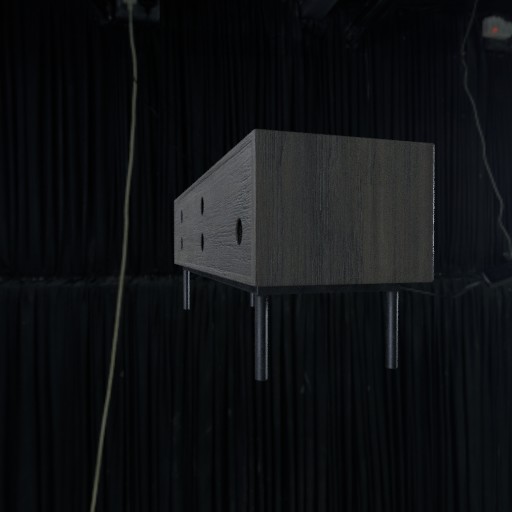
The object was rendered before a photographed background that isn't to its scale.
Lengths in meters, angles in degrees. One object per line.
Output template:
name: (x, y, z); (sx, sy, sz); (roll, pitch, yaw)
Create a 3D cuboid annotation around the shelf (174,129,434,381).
shelf: (0.000, 0.000, 1.502); (0.400, 0.495, 1.300); (0, 1, -17)
